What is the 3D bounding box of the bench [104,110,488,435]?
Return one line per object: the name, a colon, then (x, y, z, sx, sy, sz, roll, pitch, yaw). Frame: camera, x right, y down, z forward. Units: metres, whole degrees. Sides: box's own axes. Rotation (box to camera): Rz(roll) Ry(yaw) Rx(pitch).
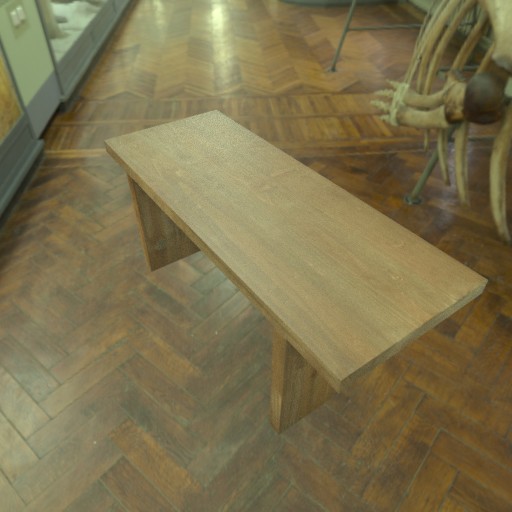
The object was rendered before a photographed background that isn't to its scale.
bench: (0.000, 0.000, 1.424, 0.458, 0.458, 1.183, -25, 47, -26)
